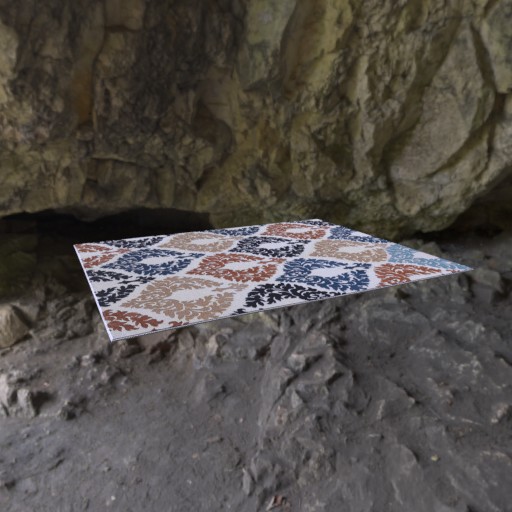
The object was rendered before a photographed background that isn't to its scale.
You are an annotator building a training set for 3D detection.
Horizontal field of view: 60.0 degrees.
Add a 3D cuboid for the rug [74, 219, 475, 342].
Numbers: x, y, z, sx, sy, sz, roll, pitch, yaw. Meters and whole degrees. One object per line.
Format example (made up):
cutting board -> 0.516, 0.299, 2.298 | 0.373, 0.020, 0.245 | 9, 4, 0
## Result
rug -> 0.000, 0.000, 4.223 | 3.040, 0.014, 2.423 | -8, 18, -25
